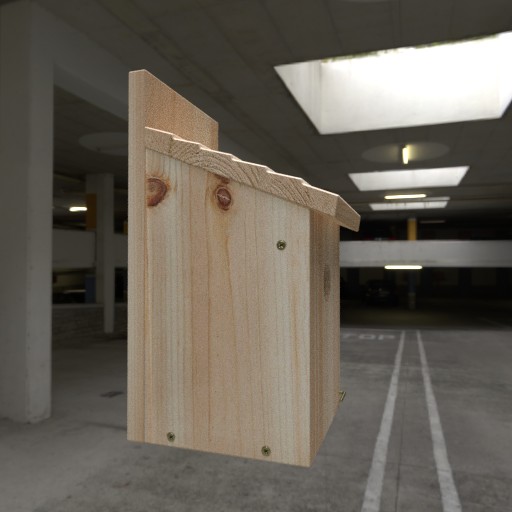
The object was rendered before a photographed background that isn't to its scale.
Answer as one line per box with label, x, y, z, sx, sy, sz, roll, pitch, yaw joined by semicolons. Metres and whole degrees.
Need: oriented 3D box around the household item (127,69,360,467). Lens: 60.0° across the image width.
household item;0.000;0.000;0.401;0.171;0.300;0.149;0;-1;19
